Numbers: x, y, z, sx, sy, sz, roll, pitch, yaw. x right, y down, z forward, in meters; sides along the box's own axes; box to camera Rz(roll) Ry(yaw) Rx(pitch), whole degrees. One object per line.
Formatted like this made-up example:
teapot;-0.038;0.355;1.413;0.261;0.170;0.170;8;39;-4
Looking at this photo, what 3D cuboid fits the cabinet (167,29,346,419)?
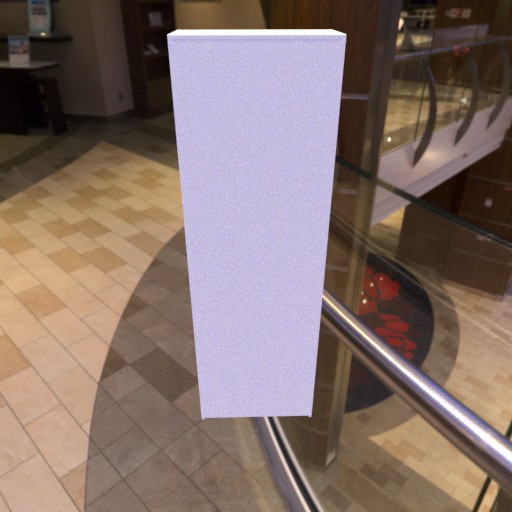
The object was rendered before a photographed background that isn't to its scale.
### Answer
cabinet;0.000;0.000;1.803;0.520;1.630;0.255;-1;30;-1
